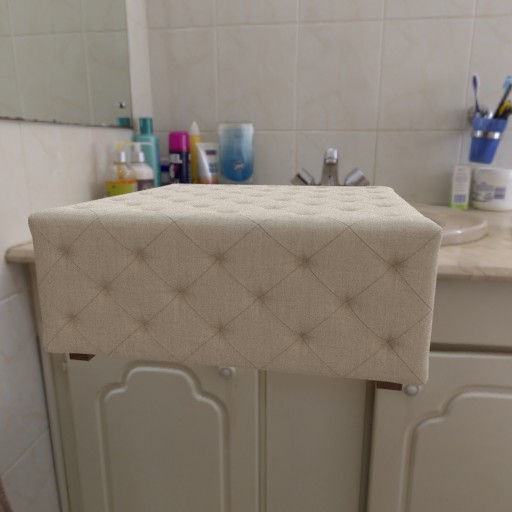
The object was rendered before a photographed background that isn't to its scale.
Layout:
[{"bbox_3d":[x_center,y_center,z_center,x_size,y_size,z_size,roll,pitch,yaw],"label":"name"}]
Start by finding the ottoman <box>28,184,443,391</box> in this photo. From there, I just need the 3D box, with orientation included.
[{"bbox_3d":[0.000,0.000,1.583,1.028,0.439,1.028,3,14,10],"label":"ottoman"}]
